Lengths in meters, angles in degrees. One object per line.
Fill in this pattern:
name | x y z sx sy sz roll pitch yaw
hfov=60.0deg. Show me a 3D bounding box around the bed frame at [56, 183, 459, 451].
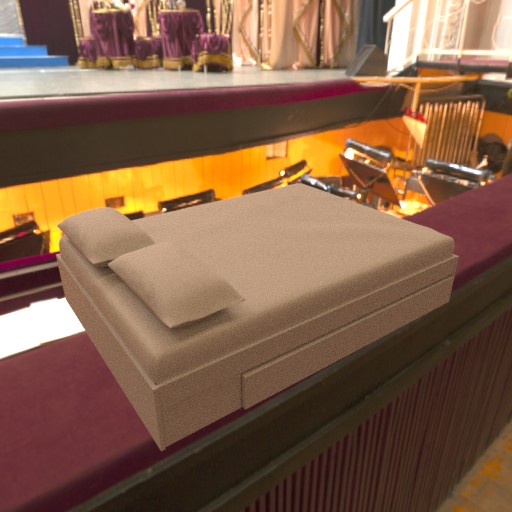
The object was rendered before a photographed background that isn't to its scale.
bed frame | 0.000 0.000 2.667 1.950 0.629 1.450 -17 31 -32
